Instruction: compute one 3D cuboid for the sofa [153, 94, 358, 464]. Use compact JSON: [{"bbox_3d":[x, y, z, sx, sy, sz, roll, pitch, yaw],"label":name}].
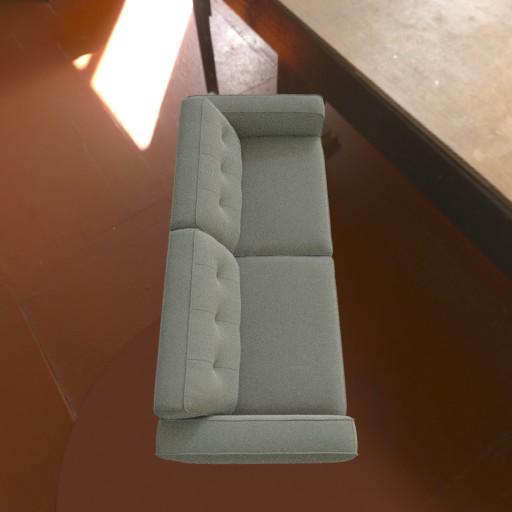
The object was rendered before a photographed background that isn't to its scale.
[{"bbox_3d":[0.000,0.000,2.676,0.956,0.781,2.270,0,64,0],"label":"sofa"}]
